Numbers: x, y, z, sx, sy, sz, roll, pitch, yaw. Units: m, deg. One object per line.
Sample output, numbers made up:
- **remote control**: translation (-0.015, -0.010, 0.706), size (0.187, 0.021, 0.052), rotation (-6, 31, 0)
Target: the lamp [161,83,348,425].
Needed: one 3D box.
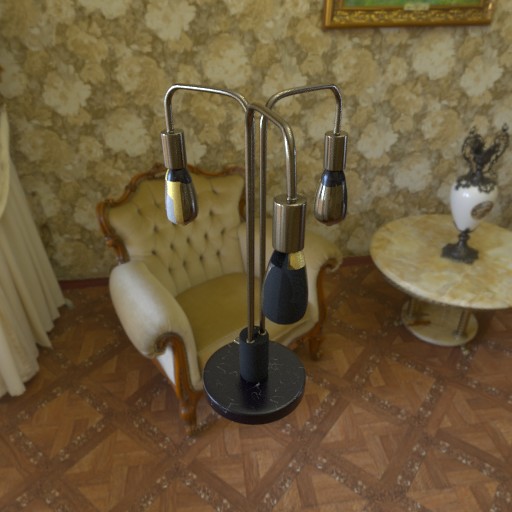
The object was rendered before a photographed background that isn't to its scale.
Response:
- **lamp**: translation (0.000, 0.000, 0.783), size (0.368, 0.560, 0.355), rotation (21, 37, 31)
